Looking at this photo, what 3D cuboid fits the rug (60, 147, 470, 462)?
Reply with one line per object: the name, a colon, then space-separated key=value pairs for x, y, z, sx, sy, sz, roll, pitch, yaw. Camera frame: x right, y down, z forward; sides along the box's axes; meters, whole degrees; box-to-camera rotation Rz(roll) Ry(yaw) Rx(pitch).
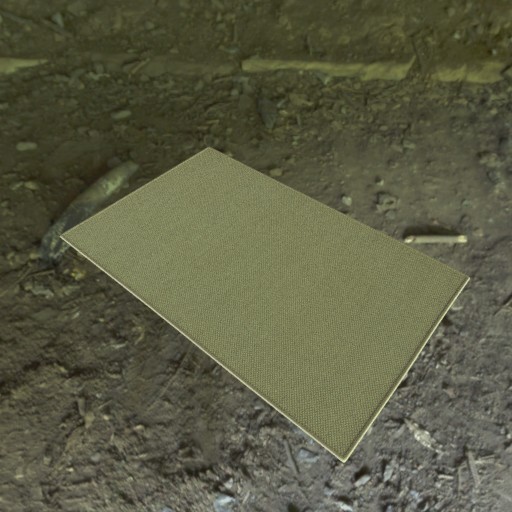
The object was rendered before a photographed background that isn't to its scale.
rug: x=0.000 y=0.000 z=2.117 sx=1.676 sy=0.013 sz=1.067 roll=32 pitch=54 yaw=27
